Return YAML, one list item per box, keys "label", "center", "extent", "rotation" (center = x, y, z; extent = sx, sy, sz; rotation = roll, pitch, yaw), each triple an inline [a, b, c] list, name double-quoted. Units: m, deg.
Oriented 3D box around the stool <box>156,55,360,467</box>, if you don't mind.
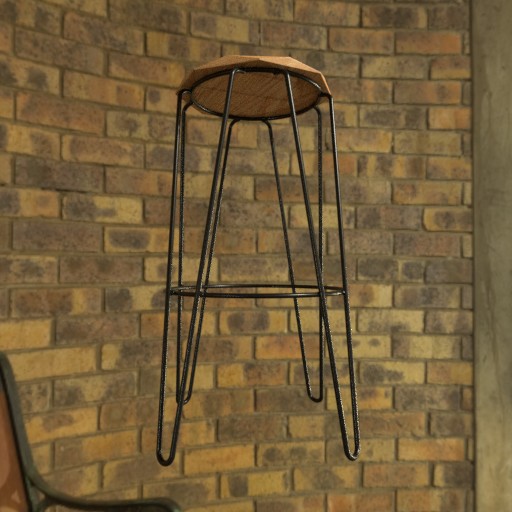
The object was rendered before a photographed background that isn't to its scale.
- label: "stool"
  center: [0.000, 0.000, 0.792]
  extent: [0.326, 0.610, 0.326]
  rotation: [0, -1, -3]
